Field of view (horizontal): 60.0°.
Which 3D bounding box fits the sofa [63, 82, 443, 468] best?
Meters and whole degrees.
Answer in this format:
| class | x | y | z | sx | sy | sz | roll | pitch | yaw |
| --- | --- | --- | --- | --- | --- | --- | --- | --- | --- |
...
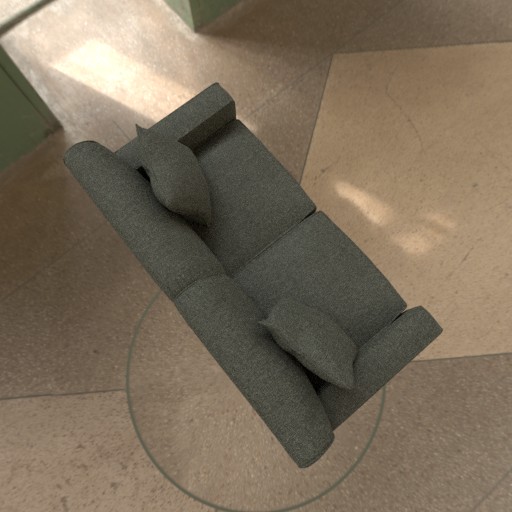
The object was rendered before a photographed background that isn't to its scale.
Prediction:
| class | x | y | z | sx | sy | sz | roll | pitch | yaw |
| --- | --- | --- | --- | --- | --- | --- | --- | --- | --- |
| sofa | 0.000 | 0.000 | 2.454 | 0.998 | 0.958 | 1.846 | -38 | 79 | -9 |
